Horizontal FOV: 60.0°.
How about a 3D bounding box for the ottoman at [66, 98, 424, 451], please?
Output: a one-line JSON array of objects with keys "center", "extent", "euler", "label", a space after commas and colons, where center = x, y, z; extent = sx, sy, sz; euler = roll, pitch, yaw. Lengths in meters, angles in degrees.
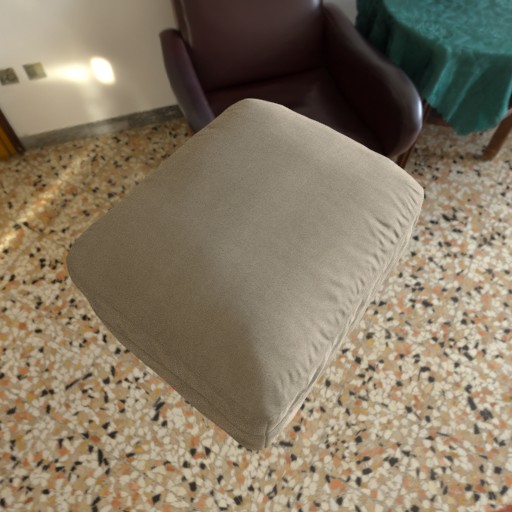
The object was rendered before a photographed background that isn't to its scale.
[{"center": [0.000, 0.000, 1.110], "extent": [0.584, 0.480, 0.712], "euler": [33, 64, 18], "label": "ottoman"}]
